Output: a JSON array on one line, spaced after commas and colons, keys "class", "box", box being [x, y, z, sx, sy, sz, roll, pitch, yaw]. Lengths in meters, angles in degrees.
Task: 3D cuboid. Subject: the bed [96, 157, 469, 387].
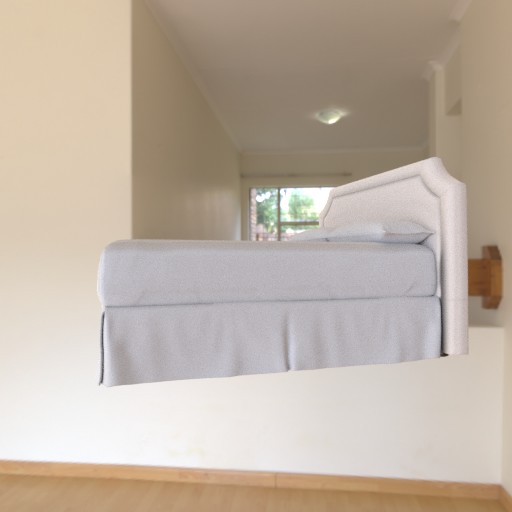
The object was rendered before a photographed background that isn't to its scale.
[{"class": "bed", "box": [0.000, 0.000, 3.232, 2.164, 1.297, 1.828, 0, 0, -18]}]
